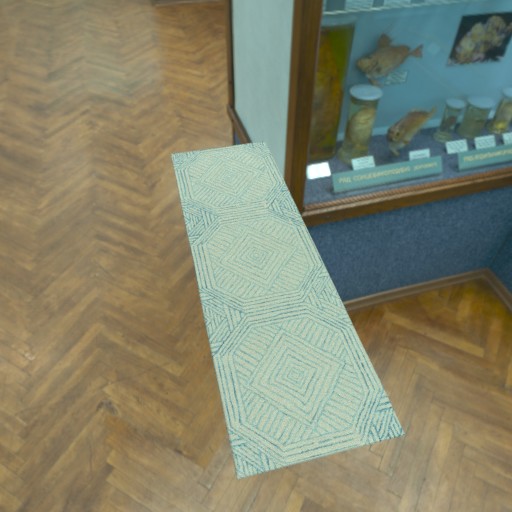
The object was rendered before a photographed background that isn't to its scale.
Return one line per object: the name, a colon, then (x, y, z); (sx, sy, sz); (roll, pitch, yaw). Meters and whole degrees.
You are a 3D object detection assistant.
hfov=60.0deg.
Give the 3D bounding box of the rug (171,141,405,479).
rug: (0.000, 0.000, 2.734); (0.775, 0.012, 2.452); (-10, 48, -10)
